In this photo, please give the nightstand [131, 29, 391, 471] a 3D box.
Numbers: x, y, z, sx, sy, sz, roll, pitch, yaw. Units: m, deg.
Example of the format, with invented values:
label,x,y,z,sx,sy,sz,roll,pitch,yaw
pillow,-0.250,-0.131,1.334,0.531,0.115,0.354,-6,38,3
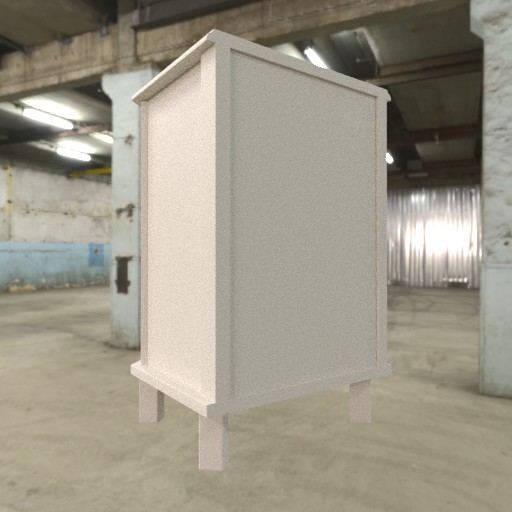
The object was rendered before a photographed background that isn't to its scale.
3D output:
label,x,y,z,sx,sy,sz,roll,pitch,yaw
nightstand,0.000,0.000,0.927,0.435,0.681,0.351,0,-1,-36
